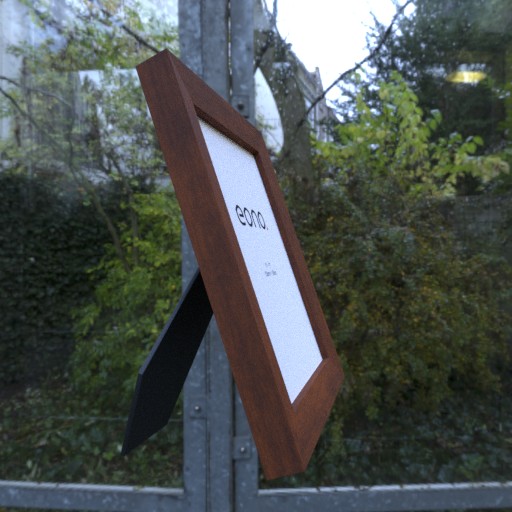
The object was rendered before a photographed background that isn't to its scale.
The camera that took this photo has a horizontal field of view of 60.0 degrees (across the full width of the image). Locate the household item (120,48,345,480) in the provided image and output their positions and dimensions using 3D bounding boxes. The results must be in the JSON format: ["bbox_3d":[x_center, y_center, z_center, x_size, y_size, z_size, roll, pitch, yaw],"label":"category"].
[{"bbox_3d":[0.000,0.000,0.287,0.096,0.204,0.160,0,0,18],"label":"household item"}]
